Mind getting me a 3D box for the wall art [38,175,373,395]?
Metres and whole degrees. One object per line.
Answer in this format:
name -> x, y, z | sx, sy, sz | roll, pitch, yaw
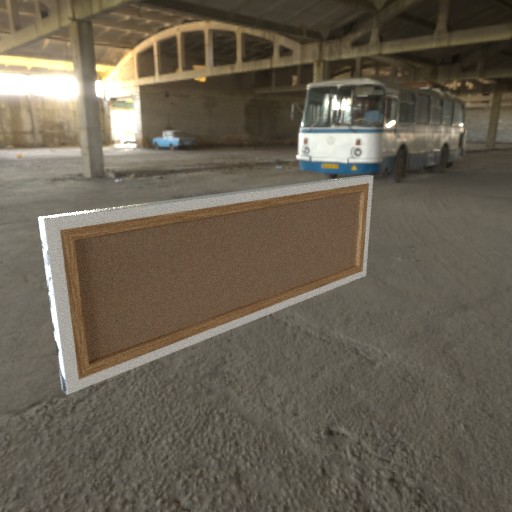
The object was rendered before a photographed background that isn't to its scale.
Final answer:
wall art -> 0.000, 0.000, 1.705 | 1.520, 0.507, 0.044 | -15, 22, -42
